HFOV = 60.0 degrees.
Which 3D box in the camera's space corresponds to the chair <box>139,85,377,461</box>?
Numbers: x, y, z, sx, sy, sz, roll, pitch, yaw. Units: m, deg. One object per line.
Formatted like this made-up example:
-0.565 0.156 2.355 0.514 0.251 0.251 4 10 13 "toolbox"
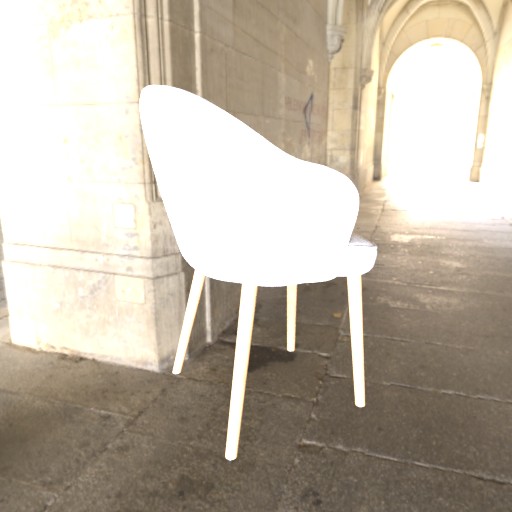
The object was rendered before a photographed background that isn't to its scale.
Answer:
0.000 0.000 1.147 0.530 0.800 0.540 -7 16 -26 "chair"
